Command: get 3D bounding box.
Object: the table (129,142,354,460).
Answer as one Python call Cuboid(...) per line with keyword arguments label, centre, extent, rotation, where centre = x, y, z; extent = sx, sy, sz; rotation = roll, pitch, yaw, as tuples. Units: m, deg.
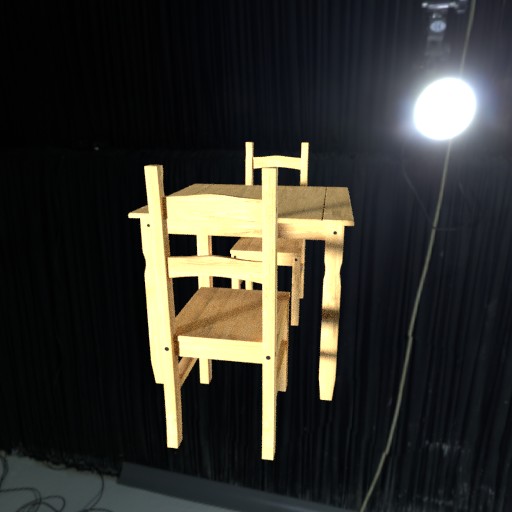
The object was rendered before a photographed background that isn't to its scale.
Cuboid(label="table", centre=(0.000, 0.000, 2.025), extent=(0.813, 0.942, 1.501), rotation=(3, 17, 9))
